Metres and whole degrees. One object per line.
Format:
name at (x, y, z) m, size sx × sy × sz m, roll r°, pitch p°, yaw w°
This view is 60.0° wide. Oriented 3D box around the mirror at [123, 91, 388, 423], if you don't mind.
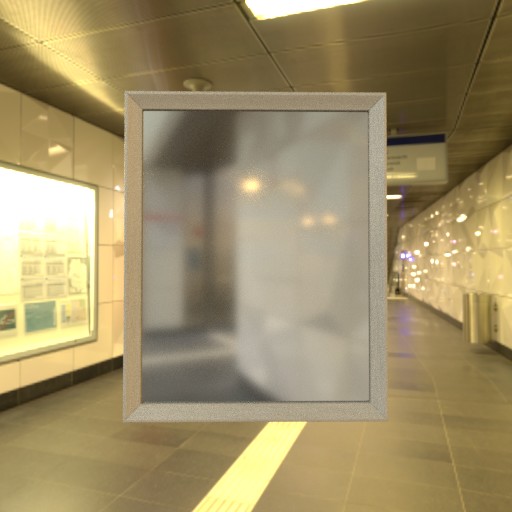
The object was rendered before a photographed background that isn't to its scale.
mirror at (0.000, 0.000, 0.702) m, size 0.406 × 0.509 × 0.041 m, roll 0°, pitch -1°, yaw -1°
